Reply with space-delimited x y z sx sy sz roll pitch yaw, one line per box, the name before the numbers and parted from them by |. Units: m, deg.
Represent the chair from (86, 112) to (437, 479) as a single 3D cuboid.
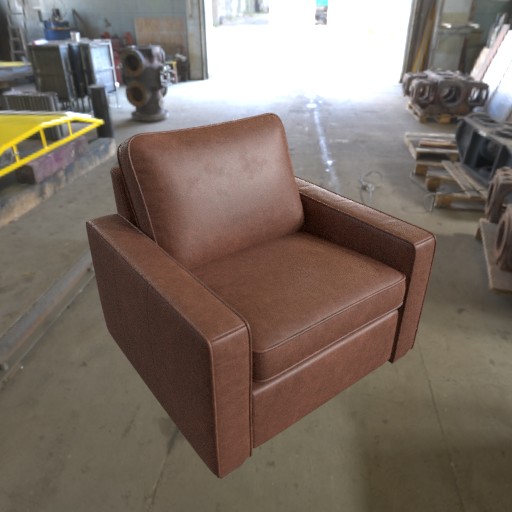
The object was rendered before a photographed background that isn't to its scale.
chair | 0.000 0.000 1.725 1.017 0.919 0.940 -21 36 -32
